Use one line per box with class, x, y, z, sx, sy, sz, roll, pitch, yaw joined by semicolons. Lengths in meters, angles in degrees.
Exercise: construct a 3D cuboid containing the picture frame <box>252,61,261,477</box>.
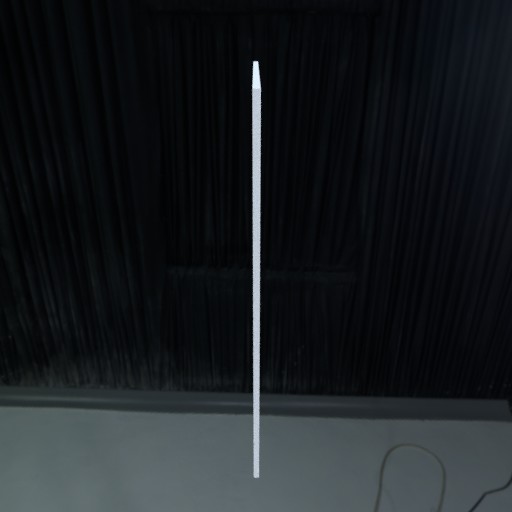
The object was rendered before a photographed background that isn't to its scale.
picture frame;0.000;0.000;1.216;0.013;0.940;0.659;0;27;0
